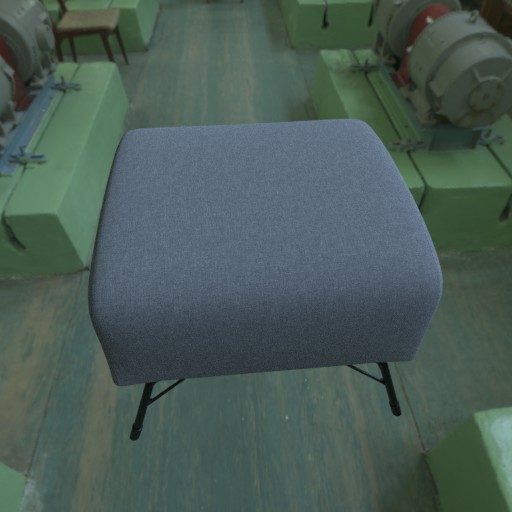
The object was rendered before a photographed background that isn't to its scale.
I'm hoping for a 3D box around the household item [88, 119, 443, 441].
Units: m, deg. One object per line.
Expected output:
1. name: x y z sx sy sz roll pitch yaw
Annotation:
1. household item: 0.000 0.000 0.890 0.530 0.410 0.530 -4 46 -4
